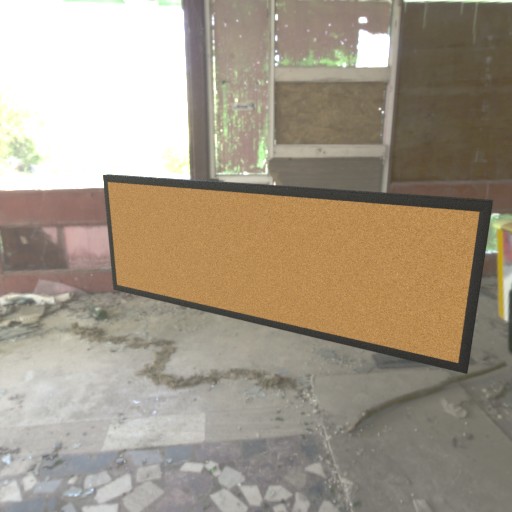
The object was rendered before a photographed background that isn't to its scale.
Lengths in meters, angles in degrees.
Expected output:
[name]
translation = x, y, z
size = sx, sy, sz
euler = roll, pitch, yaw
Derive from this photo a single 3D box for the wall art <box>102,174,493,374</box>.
[wall art]
translation = 0.000, 0.000, 1.728
size = 1.572, 0.554, 0.041
euler = 9, 18, 28
